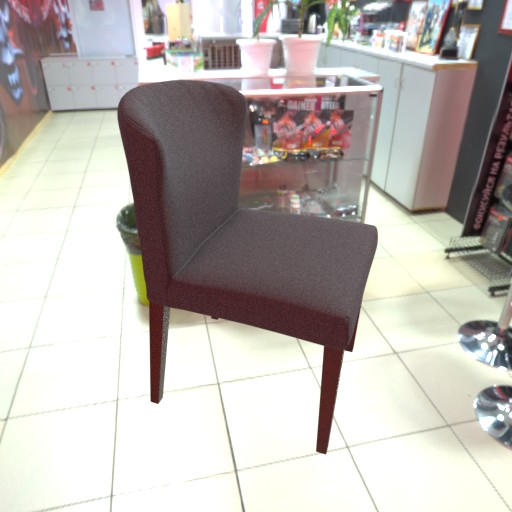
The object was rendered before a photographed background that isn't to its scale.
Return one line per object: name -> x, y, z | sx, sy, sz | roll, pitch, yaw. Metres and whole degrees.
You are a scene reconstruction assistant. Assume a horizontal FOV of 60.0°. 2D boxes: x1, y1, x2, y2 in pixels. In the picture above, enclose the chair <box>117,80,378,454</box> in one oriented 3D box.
chair -> 0.000, 0.000, 1.184 | 0.592, 0.839, 0.491 | 10, 32, 17
